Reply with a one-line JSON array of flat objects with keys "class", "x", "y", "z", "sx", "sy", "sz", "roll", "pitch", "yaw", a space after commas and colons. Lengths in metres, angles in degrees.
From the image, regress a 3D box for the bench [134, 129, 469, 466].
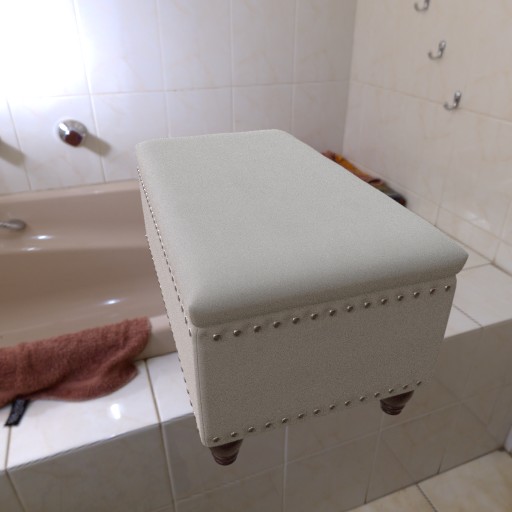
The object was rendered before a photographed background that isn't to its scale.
[{"class": "bench", "x": 0.000, "y": 0.000, "z": 1.167, "sx": 0.500, "sy": 0.449, "sz": 0.887, "roll": -9, "pitch": 31, "yaw": -16}]
